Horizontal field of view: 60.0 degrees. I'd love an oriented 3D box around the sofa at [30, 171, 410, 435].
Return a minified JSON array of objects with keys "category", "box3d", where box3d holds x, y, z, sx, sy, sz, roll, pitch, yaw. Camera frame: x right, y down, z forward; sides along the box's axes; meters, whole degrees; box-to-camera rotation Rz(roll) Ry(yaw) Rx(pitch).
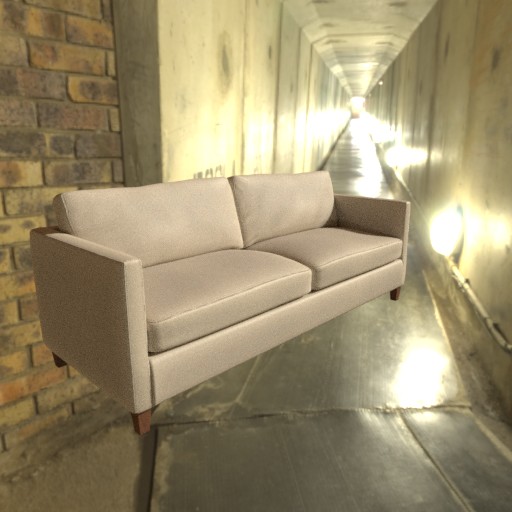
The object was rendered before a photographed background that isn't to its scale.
[{"category":"sofa","box3d":[0.000,0.000,2.791,0.951,0.968,2.361,14,20,42]}]
